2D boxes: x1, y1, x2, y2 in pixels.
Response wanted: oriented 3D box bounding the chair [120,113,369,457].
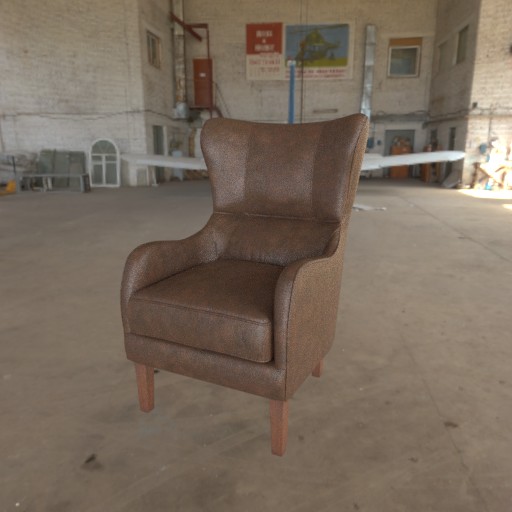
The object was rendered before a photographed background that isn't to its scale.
[{"bbox_3d":[0.000,0.000,1.684,0.692,1.048,0.914,7,16,25],"label":"chair"}]
